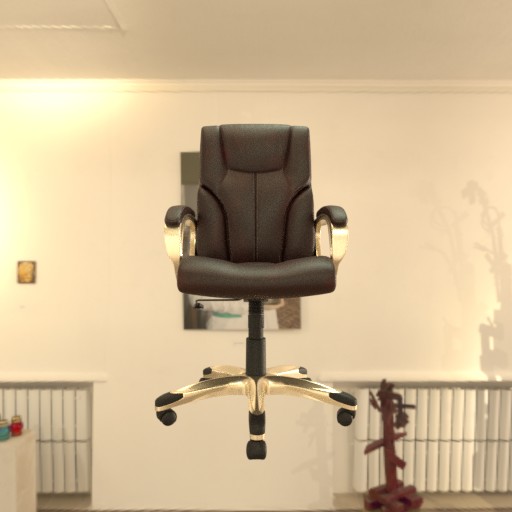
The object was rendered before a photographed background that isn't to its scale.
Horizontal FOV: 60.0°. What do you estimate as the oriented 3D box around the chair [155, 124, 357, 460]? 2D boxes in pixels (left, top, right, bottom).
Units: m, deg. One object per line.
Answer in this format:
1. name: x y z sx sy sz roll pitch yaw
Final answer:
1. chair: 0.000 0.000 1.553 0.662 1.107 0.739 0 0 0
